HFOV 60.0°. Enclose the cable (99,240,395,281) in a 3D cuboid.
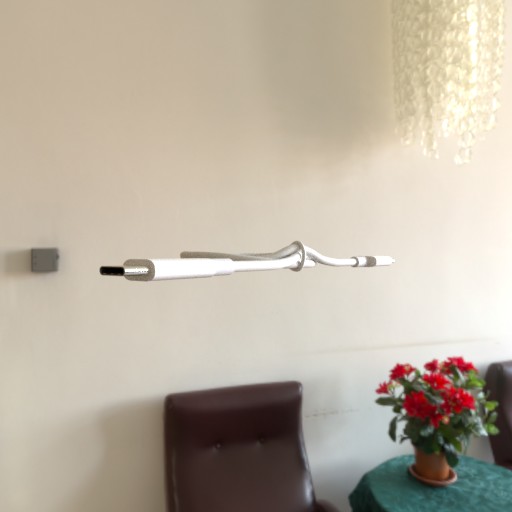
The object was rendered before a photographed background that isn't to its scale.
[{"bbox_3d":[0.000,0.000,0.216,0.070,0.014,0.203,0,0,36],"label":"cable"}]
